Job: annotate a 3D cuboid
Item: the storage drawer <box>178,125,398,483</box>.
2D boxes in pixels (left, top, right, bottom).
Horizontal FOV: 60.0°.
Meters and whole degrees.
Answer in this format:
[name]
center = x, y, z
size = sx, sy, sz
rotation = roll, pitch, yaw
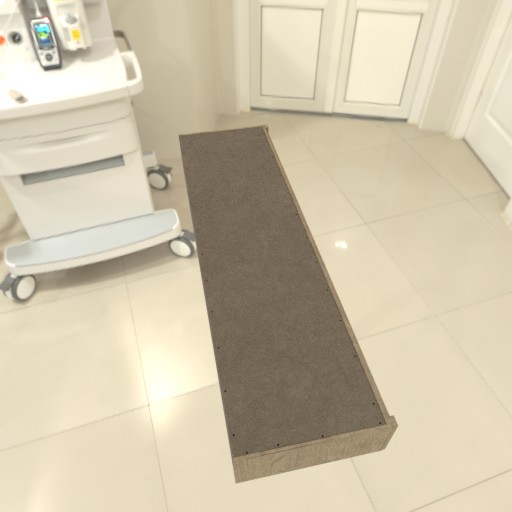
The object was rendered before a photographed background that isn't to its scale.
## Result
[storage drawer]
center = 0.000, 0.000, 2.318
size = 0.591, 0.274, 2.072
rotation = -9, 47, -8
